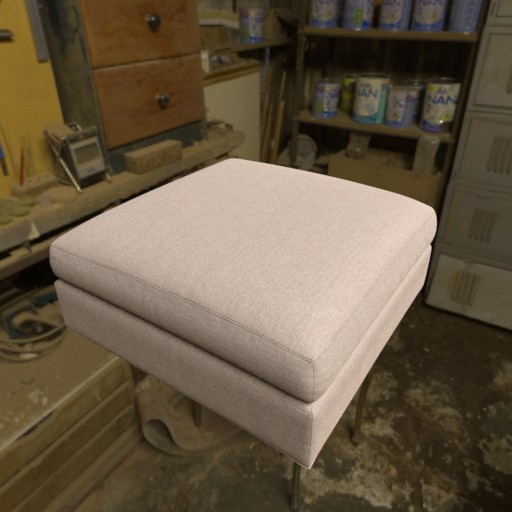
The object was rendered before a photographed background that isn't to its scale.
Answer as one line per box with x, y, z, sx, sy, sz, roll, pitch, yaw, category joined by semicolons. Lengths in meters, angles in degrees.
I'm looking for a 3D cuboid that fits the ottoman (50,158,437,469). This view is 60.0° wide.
0.000;0.000;1.642;1.041;0.470;1.041;19;35;29;ottoman
